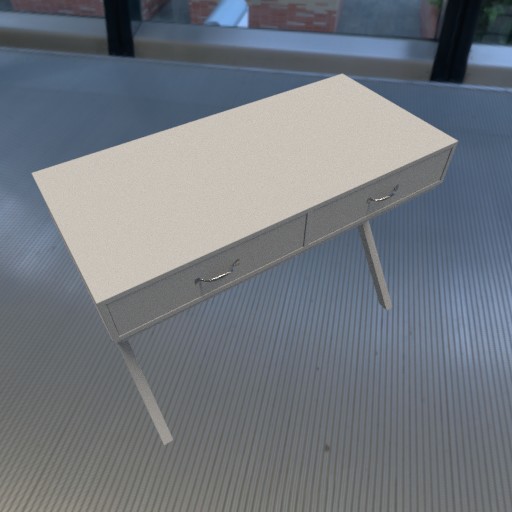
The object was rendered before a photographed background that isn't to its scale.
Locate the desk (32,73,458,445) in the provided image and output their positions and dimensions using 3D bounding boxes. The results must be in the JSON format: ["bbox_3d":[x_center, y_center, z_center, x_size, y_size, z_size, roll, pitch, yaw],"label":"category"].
[{"bbox_3d":[0.000,0.000,1.488,1.057,0.780,0.525,-25,52,-22],"label":"desk"}]
